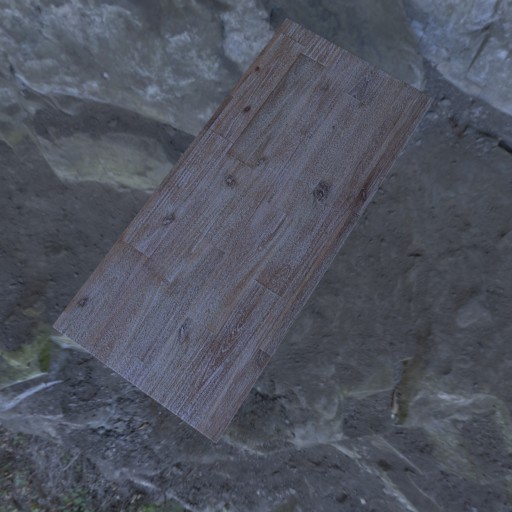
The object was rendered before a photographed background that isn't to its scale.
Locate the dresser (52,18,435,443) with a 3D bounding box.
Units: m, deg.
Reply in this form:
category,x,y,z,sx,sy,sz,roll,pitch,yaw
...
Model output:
category,x,y,z,sx,sy,sz,roll,pitch,yaw
dresser,0.000,0.000,1.577,0.455,1.029,0.998,33,78,8
